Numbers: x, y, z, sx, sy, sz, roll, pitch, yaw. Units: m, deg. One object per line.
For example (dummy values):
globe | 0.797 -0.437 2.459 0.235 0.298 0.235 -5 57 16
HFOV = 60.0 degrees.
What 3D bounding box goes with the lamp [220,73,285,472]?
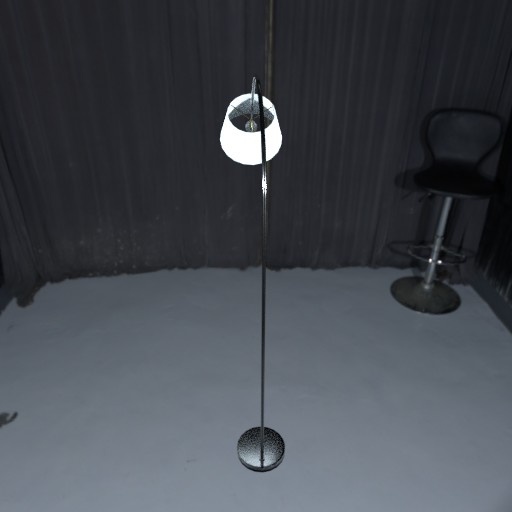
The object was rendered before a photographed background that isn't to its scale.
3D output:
lamp | 0.000 0.000 2.713 0.406 2.098 1.445 -2 29 -3
